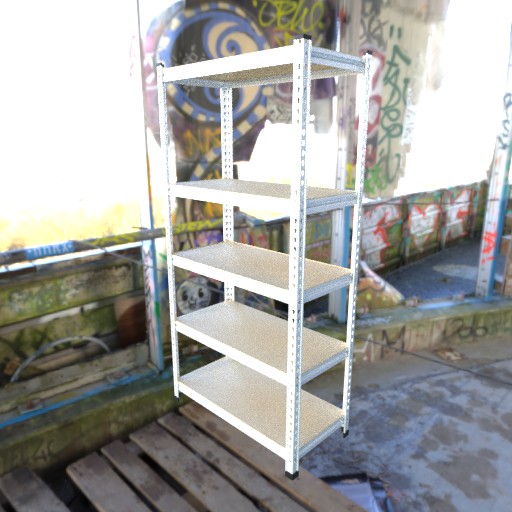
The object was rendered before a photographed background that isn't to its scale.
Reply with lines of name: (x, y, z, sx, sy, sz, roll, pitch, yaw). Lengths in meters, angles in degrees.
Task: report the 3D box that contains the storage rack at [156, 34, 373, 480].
storage rack: (0.000, 0.000, 2.215, 0.914, 1.829, 0.457, 14, 21, 43)
